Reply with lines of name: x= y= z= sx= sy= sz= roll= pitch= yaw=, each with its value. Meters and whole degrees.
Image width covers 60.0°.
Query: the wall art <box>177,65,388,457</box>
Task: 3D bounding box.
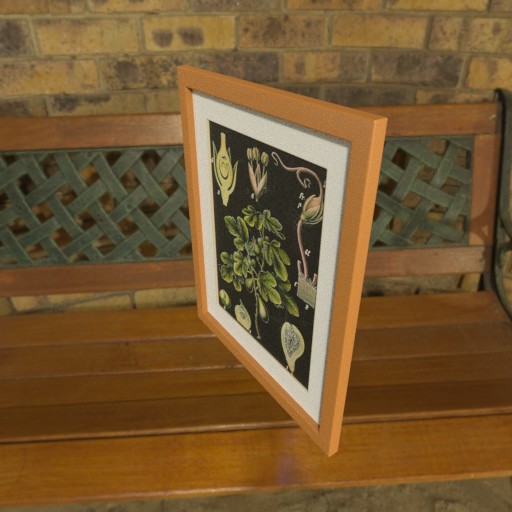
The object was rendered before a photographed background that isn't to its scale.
wall art: x=0.000 y=0.000 z=0.519 sx=0.015 sy=0.379 sz=0.310 roll=-20 pitch=36 yaw=-29
